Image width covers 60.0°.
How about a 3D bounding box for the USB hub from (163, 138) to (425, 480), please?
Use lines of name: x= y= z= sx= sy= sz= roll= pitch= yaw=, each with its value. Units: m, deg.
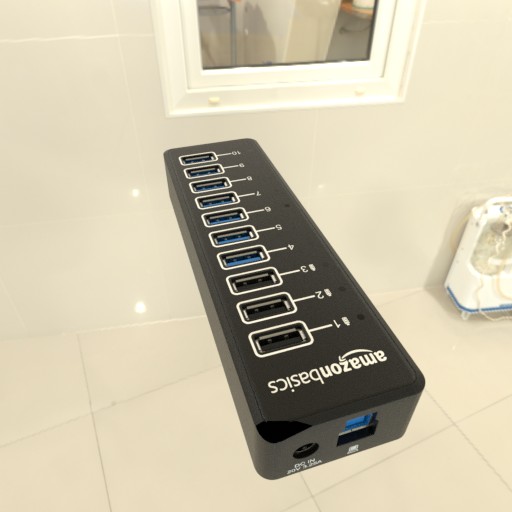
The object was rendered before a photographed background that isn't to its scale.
USB hub: x=0.000 y=0.000 z=0.162 sx=0.044 sy=0.023 sz=0.145 roll=-12 pitch=42 yaw=-13
